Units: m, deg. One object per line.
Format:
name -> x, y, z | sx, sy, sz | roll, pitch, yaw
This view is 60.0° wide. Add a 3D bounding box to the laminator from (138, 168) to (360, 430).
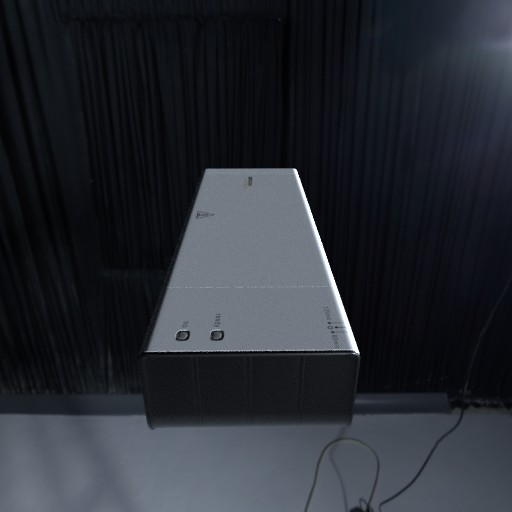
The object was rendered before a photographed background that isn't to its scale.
laminator -> 0.000, 0.000, 0.385 | 0.123, 0.062, 0.340 | 0, 27, -1
